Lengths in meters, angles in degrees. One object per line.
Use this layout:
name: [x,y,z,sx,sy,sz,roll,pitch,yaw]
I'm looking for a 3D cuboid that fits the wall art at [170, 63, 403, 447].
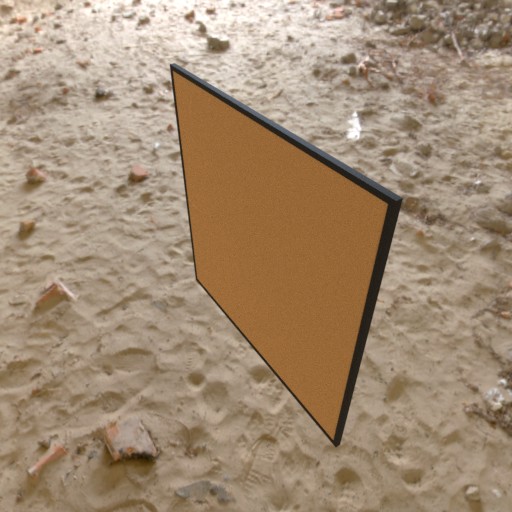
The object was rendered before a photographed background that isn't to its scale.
wall art: [0.000,0.000,0.998,0.015,0.663,0.664,-24,46,-25]
